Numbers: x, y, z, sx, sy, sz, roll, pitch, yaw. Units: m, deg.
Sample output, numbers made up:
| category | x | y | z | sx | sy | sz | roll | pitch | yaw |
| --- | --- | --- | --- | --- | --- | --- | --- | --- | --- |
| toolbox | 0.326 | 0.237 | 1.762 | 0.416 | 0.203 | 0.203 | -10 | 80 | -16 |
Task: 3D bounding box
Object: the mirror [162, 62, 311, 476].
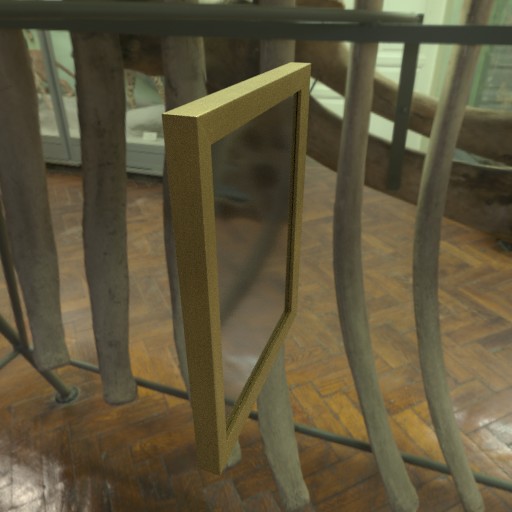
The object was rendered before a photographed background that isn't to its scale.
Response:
| category | x | y | z | sx | sy | sz | roll | pitch | yaw |
| --- | --- | --- | --- | --- | --- | --- | --- | --- | --- |
| mirror | 0.000 | 0.000 | 0.684 | 0.041 | 0.508 | 0.405 | 11 | 32 | 18 |
